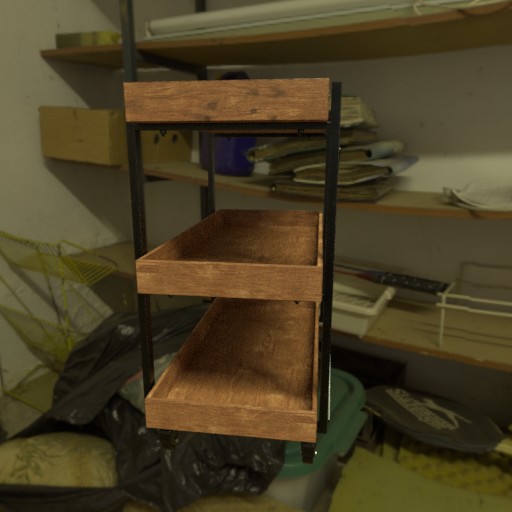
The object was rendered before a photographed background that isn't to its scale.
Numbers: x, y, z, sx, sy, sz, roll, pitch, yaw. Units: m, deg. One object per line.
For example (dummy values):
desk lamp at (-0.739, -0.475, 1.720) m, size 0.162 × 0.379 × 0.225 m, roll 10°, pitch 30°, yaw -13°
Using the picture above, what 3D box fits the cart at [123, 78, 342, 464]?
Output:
cart at (0.000, 0.000, 1.211) m, size 0.411 × 0.800 × 0.750 m, roll 2°, pitch 14°, yaw 8°
